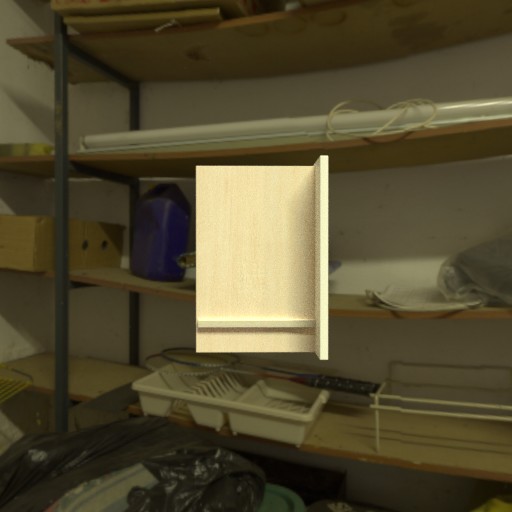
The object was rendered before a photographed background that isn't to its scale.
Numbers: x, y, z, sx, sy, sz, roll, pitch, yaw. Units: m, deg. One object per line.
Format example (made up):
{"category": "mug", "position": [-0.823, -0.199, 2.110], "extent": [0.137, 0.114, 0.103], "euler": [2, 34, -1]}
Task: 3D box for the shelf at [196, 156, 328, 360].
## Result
{"category": "shelf", "position": [0.000, 0.000, 1.159], "extent": [0.200, 0.300, 1.020], "euler": [0, 0, -1]}
